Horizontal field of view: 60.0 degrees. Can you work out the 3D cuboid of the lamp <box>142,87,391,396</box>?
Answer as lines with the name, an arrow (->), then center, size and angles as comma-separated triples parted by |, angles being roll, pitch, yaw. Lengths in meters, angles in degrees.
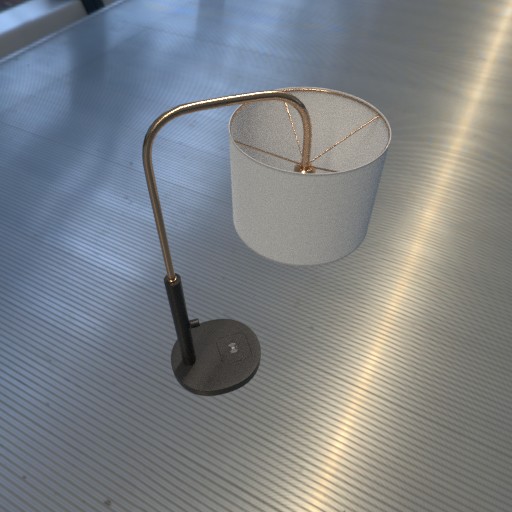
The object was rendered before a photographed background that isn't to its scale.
lamp -> 0.000, 0.000, 0.693 | 0.337, 0.540, 0.199 | -13, 49, -12
